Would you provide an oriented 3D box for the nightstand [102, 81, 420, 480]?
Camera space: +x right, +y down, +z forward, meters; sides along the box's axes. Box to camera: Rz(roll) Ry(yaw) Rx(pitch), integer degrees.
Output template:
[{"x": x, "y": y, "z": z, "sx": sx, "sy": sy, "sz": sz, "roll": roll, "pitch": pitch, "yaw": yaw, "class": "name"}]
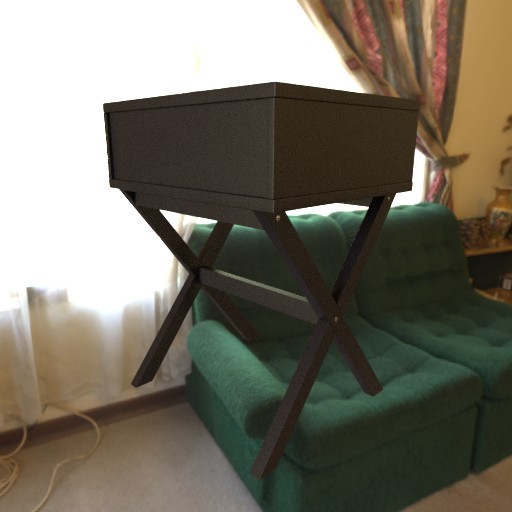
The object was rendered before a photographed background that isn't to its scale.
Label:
[{"x": 0.000, "y": 0.000, "z": 0.944, "sx": 0.402, "sy": 0.623, "sz": 0.479, "roll": -14, "pitch": 20, "yaw": -43, "class": "nightstand"}]
